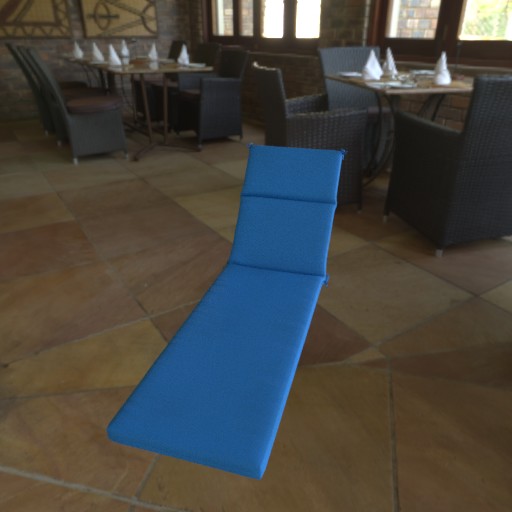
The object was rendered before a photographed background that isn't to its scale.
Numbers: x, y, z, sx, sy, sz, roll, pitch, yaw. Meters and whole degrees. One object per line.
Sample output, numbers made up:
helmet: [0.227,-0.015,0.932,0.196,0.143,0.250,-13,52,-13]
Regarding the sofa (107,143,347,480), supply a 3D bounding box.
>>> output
sofa: [0.000,0.000,1.929,0.582,0.622,1.663,7,28,14]
